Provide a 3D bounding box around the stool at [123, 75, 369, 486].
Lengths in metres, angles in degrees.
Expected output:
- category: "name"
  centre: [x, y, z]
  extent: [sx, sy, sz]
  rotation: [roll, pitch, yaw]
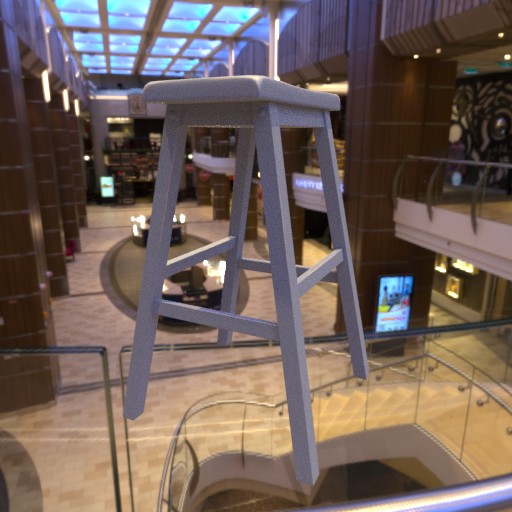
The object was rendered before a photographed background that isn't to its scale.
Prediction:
- category: "stool"
  centre: [0.000, 0.000, 1.043]
  extent: [0.476, 0.737, 0.457]
  rotation: [8, 17, 26]
